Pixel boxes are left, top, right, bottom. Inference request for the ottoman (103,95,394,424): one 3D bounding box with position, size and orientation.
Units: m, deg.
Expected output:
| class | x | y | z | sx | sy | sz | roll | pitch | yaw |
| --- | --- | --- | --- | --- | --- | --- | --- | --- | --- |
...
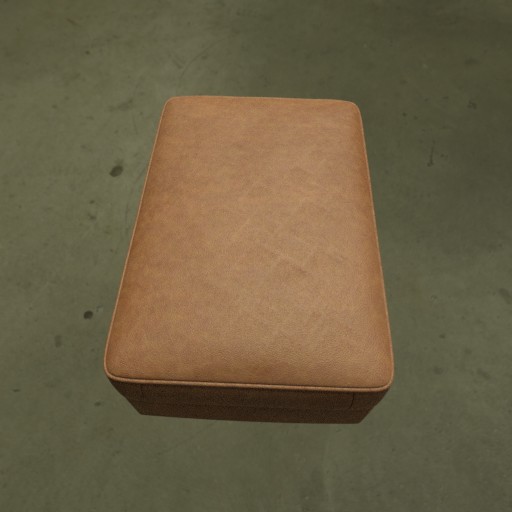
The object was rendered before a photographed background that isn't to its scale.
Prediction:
| class | x | y | z | sx | sy | sz | roll | pitch | yaw |
| --- | --- | --- | --- | --- | --- | --- | --- | --- | --- |
| ottoman | 0.000 | 0.000 | 1.214 | 0.584 | 0.483 | 0.864 | 2 | 57 | 1 |
